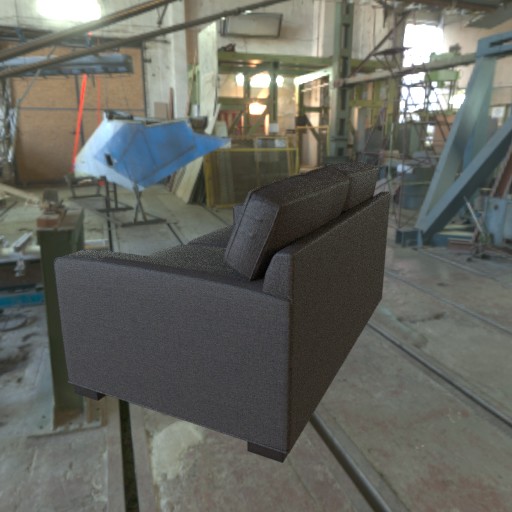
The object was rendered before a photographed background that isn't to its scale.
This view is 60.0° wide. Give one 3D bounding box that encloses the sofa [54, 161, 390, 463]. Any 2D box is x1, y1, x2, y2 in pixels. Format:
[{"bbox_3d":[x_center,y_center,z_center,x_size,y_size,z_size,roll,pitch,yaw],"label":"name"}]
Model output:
[{"bbox_3d":[0.000,0.000,2.144,0.974,0.887,1.534,7,17,25],"label":"sofa"}]
